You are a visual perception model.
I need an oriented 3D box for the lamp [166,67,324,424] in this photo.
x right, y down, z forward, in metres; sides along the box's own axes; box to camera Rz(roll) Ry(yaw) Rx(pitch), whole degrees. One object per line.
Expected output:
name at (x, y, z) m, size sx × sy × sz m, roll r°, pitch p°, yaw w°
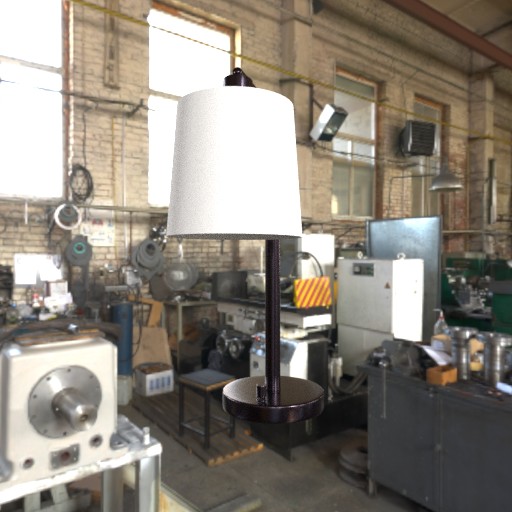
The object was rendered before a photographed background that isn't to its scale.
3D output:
lamp at (0.000, 0.000, 0.642) m, size 0.171 × 0.489 × 0.333 m, roll 0°, pitch 0°, yaw 20°
